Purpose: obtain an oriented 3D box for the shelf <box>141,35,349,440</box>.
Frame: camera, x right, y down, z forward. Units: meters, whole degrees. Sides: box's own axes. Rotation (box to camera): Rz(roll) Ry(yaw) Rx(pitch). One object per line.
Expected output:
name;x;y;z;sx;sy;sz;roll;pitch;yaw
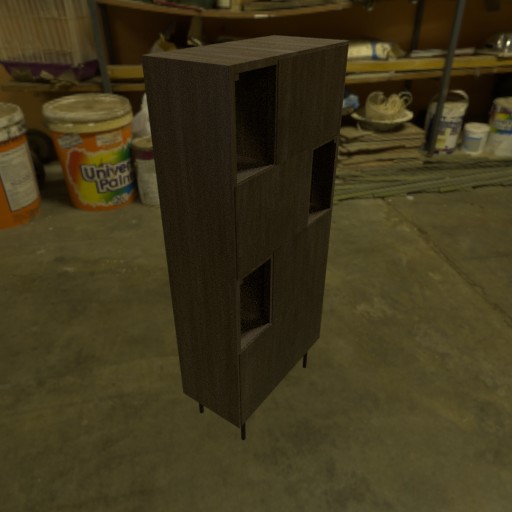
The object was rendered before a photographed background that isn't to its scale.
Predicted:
shelf;0.000;0.000;1.800;0.323;1.545;0.670;21;37;30
